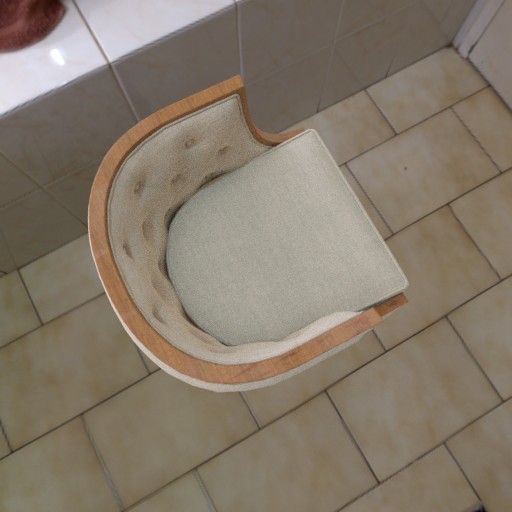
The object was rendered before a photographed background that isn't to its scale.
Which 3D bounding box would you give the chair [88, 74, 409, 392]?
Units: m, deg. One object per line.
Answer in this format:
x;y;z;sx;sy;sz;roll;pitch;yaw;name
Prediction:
0.000;0.000;1.373;0.757;0.775;0.711;-27;77;-7;chair
